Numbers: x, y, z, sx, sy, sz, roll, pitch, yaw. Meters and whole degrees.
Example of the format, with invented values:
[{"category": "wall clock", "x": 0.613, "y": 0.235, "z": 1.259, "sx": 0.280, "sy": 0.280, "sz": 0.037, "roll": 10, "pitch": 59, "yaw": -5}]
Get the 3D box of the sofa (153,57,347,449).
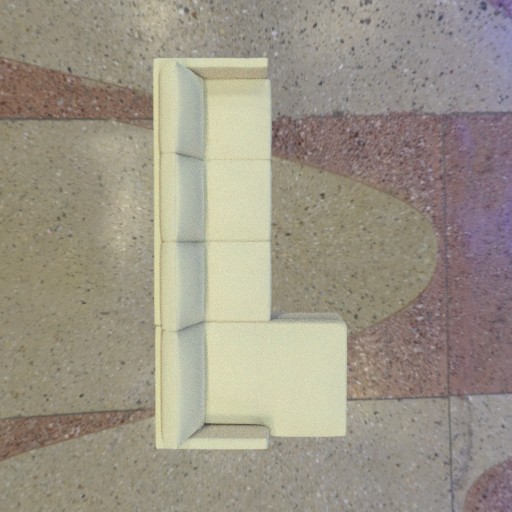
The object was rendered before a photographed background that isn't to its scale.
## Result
[{"category": "sofa", "x": 0.000, "y": 0.000, "z": 3.848, "sx": 1.650, "sy": 0.922, "sz": 3.205, "roll": 0, "pitch": 91, "yaw": 1}]
